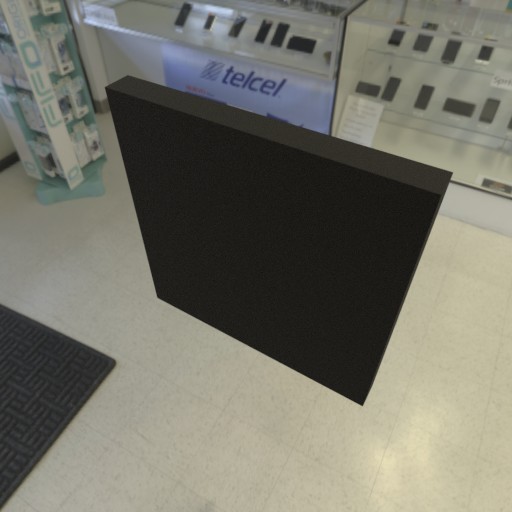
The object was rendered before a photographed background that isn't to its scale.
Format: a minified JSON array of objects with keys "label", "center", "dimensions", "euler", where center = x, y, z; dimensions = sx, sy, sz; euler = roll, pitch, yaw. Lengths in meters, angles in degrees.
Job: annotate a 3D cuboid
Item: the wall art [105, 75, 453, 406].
[{"label":"wall art","center":[0.000,0.000,0.468],"dimensions":[0.308,0.305,0.030],"euler":[24,50,22]}]
